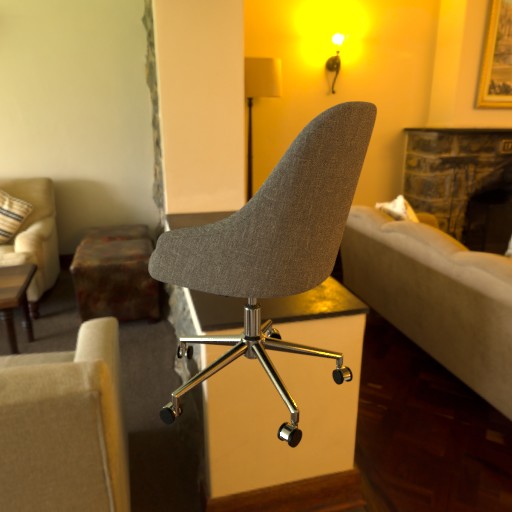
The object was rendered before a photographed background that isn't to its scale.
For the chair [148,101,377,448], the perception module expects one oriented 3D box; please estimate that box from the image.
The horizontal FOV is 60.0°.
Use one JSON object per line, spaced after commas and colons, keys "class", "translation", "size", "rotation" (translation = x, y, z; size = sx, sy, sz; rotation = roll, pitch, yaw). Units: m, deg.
{"class": "chair", "translation": [0.000, 0.000, 1.468], "size": [0.712, 0.950, 0.671], "rotation": [8, 19, 25]}
